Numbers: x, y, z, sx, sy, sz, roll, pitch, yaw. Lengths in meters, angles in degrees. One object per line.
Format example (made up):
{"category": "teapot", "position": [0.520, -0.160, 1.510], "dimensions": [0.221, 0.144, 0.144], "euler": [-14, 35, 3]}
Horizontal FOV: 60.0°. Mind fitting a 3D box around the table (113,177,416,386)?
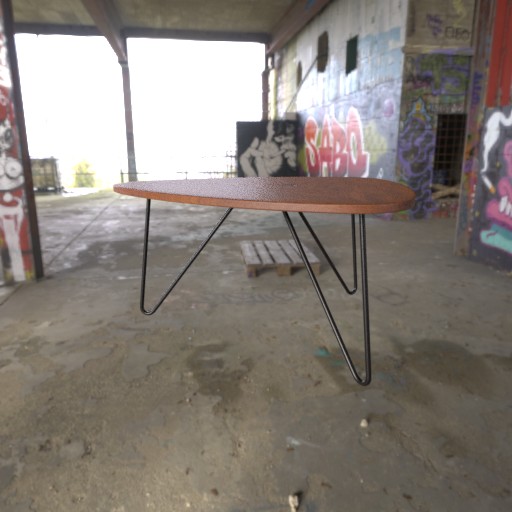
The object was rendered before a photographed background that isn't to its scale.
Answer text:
{"category": "table", "position": [0.000, 0.000, 1.290], "dimensions": [0.821, 0.413, 0.833], "euler": [2, 14, 10]}
